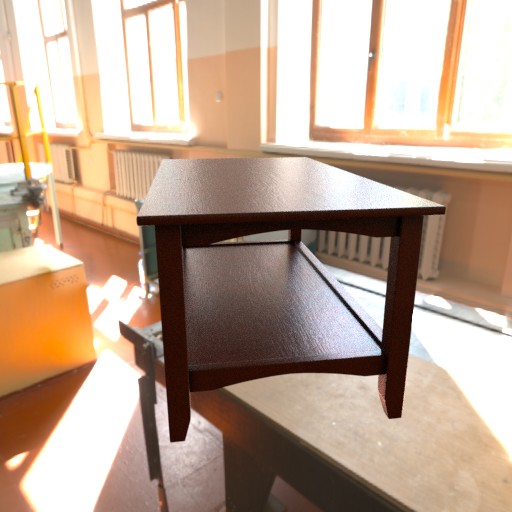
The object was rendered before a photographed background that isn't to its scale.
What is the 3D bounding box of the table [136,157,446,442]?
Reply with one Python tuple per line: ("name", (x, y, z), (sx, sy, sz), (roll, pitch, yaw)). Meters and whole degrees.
("table", (0.000, 0.000, 1.253), (0.533, 0.456, 0.943), (-3, 18, -8))
